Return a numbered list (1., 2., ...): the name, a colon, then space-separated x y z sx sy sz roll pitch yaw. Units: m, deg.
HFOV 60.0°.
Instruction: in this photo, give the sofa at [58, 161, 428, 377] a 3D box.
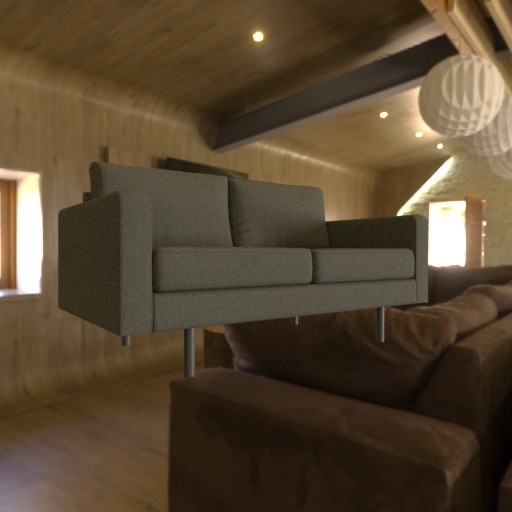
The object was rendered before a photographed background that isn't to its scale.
1. sofa: 0.000 0.000 2.286 1.730 0.897 0.889 0 1 -36
